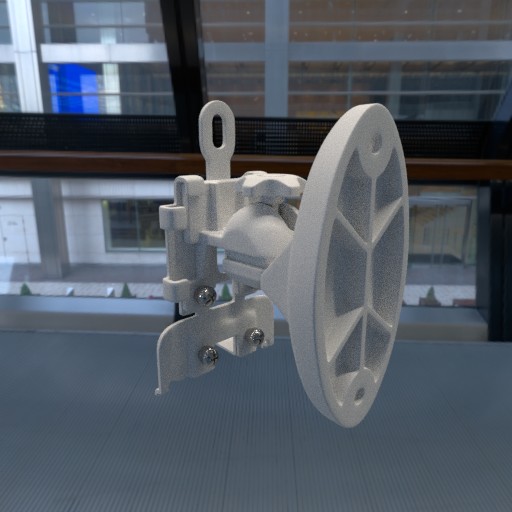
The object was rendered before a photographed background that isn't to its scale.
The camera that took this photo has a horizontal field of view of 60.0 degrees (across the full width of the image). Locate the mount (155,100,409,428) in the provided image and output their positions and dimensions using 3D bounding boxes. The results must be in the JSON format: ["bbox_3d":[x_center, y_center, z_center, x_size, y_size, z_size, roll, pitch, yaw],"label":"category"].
[{"bbox_3d":[0.000,0.000,0.174,0.066,0.118,0.100,-14,20,-42],"label":"mount"}]
